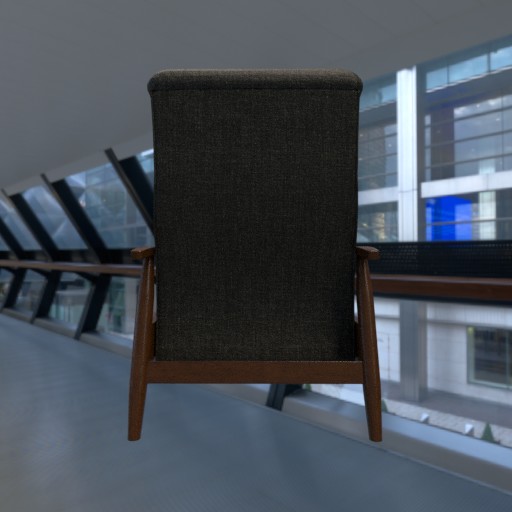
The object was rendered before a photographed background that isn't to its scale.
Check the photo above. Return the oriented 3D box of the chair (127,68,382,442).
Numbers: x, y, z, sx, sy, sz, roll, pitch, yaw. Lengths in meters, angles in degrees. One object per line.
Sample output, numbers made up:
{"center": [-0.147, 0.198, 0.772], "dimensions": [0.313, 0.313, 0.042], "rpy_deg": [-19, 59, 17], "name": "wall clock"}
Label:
{"center": [0.000, 0.000, 1.767], "dimensions": [0.762, 1.082, 1.014], "rpy_deg": [0, -1, 1], "name": "chair"}
